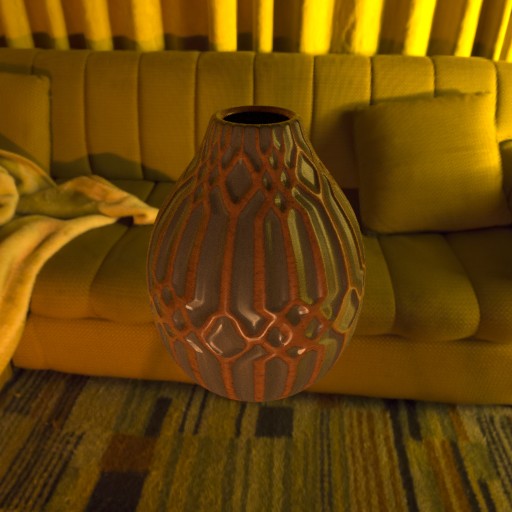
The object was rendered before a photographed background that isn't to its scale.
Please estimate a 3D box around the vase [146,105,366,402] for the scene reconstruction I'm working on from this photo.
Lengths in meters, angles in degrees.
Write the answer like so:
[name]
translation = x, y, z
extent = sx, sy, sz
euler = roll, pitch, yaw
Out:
[vase]
translation = 0.000, 0.000, 0.140
extent = 0.069, 0.088, 0.069
euler = 0, 31, 0
